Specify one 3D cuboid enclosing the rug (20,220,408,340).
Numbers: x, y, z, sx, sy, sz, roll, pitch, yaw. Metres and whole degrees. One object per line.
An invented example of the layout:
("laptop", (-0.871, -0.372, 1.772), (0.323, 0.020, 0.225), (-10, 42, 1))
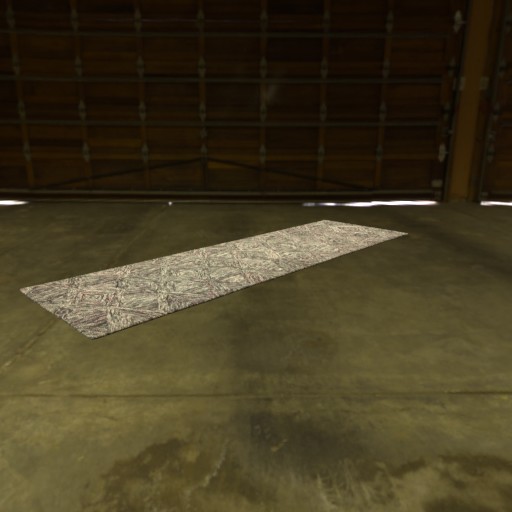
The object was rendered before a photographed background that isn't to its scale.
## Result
("rug", (0.000, 0.000, 2.529), (0.719, 0.013, 2.305), (15, 21, 42))
